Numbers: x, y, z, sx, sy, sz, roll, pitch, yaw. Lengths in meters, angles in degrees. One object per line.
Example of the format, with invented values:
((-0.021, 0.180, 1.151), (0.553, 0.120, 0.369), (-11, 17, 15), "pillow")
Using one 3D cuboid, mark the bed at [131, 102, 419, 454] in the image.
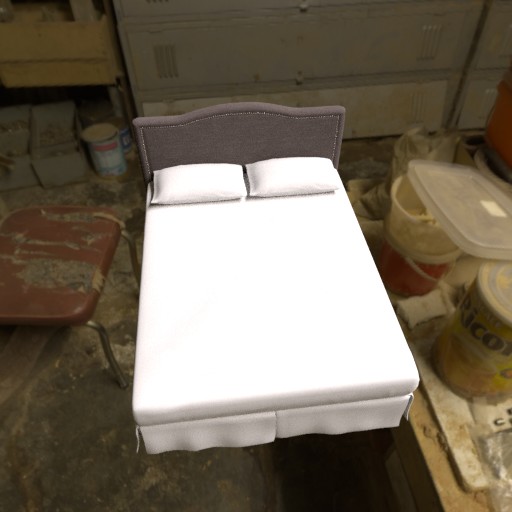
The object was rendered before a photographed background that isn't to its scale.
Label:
((0.000, 0.000, 3.841), (2.161, 1.457, 2.689), (-5, 47, -5), "bed")
